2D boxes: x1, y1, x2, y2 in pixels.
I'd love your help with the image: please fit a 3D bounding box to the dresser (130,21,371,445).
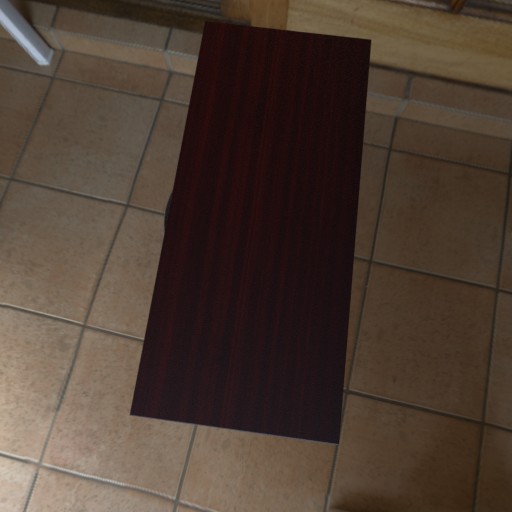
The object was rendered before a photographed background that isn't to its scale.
[{"bbox_3d":[0.000,0.000,1.135,0.360,0.720,0.750,7,76,2],"label":"dresser"}]
